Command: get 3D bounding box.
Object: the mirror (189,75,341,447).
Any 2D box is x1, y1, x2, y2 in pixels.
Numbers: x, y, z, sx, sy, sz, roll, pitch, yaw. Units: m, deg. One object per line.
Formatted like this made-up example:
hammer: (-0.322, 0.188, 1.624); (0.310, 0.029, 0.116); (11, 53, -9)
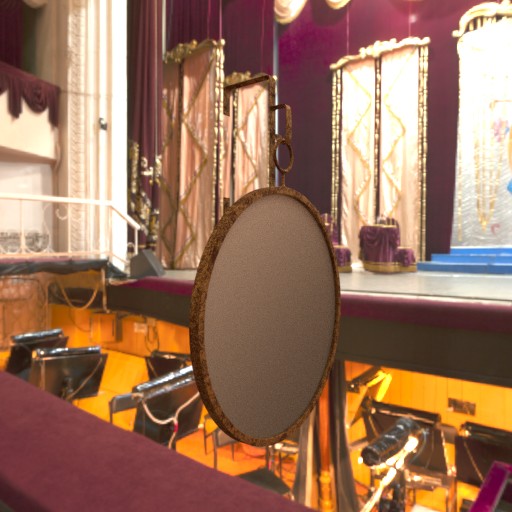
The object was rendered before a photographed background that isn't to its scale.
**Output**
mirror: (0.000, 0.000, 0.823); (0.144, 0.651, 0.447); (0, 1, 36)
